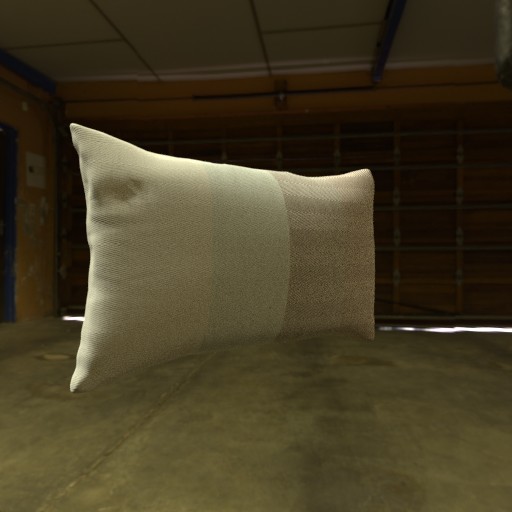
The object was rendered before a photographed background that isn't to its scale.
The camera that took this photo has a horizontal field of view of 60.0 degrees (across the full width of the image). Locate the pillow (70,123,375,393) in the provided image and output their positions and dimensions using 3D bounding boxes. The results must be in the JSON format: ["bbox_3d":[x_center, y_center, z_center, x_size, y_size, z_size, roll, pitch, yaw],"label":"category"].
[{"bbox_3d":[0.000,0.000,0.637,0.506,0.305,0.139,0,0,-36],"label":"pillow"}]
